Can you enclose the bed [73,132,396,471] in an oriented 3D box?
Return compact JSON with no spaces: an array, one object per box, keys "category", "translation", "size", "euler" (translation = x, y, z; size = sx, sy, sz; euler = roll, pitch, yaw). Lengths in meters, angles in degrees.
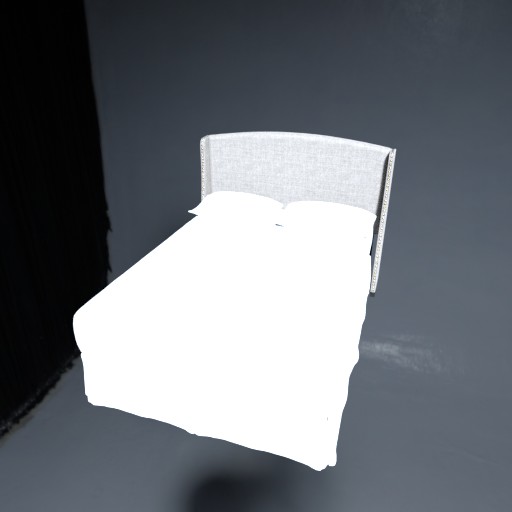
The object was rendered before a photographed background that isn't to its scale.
[{"category":"bed","translation":[0.000,0.000,3.290],"size":[1.710,1.407,2.237],"euler":[9,28,17]}]
